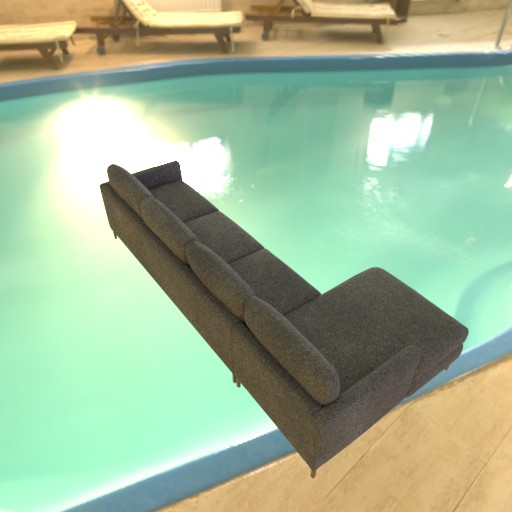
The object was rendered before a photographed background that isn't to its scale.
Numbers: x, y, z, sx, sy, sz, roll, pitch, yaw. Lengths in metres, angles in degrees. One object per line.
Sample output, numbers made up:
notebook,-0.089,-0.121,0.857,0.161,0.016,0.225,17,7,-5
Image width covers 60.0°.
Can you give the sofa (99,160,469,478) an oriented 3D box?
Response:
sofa,0.000,0.000,3.475,1.350,0.810,2.932,-26,46,-27
